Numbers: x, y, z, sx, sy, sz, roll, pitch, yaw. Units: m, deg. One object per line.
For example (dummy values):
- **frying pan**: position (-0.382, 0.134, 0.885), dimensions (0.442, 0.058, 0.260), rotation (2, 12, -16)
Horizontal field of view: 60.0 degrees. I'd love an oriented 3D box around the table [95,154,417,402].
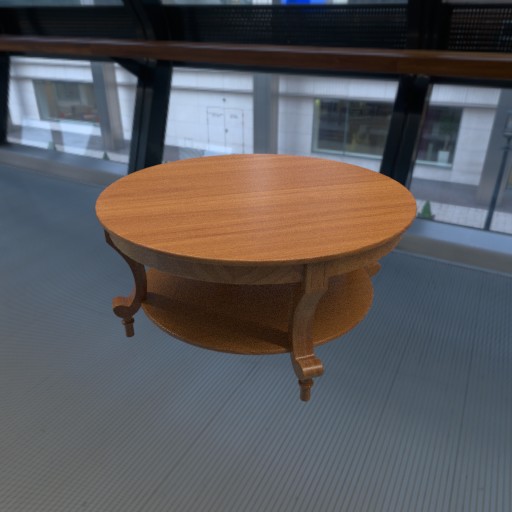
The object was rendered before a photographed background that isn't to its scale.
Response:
- **table**: position (0.000, 0.000, 1.591), dimensions (1.029, 0.490, 1.029), rotation (0, 27, 0)
